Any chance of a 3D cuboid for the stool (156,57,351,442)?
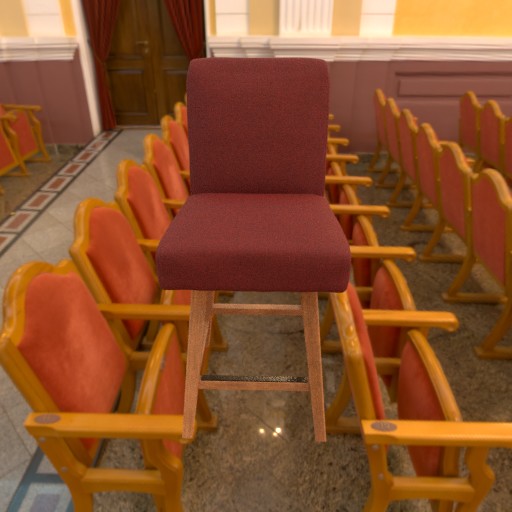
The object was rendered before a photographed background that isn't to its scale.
[{"bbox_3d":[0.000,0.000,1.322,0.468,1.038,0.562,1,30,1],"label":"stool"}]
